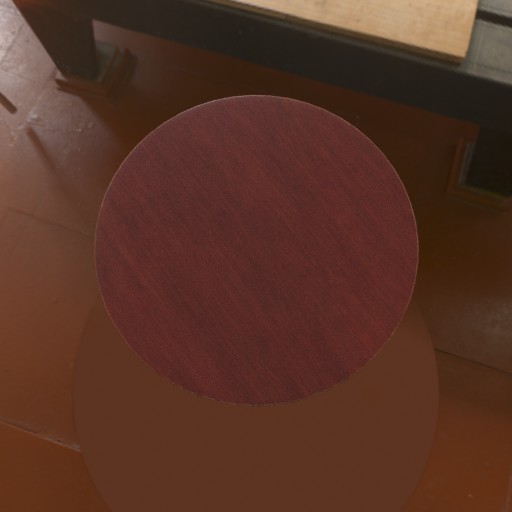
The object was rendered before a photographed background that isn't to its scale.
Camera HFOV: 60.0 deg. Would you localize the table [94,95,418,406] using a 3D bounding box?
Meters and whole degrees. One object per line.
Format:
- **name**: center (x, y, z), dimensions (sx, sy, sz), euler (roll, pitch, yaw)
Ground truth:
- **table**: center (0.000, 0.000, 1.635), dimensions (1.029, 0.486, 1.029), euler (0, 75, 0)
